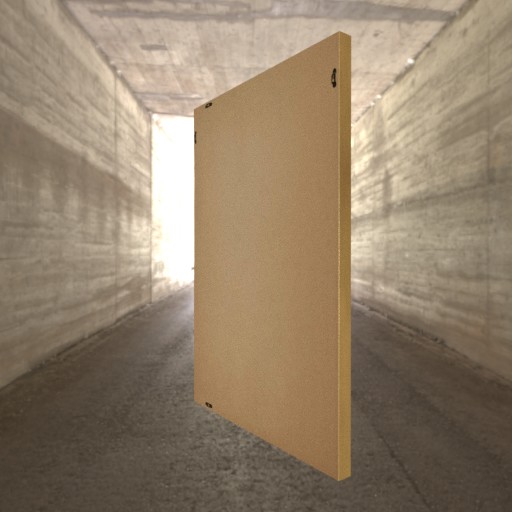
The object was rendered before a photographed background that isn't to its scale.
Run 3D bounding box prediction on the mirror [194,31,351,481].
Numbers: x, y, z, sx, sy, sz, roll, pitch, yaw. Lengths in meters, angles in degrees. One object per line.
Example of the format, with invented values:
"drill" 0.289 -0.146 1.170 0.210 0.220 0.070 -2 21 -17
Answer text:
"mirror" 0.000 0.000 1.154 0.041 0.915 0.609 0 0 -37
